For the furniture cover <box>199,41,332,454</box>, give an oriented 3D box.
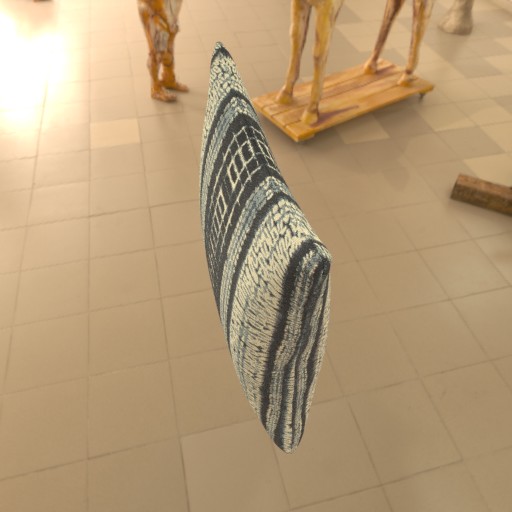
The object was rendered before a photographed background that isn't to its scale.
[{"bbox_3d":[0.000,0.000,0.637,0.133,0.435,0.425,-11,49,-10],"label":"furniture cover"}]
